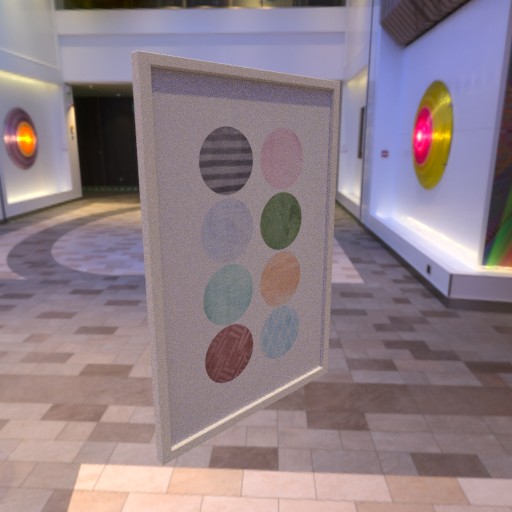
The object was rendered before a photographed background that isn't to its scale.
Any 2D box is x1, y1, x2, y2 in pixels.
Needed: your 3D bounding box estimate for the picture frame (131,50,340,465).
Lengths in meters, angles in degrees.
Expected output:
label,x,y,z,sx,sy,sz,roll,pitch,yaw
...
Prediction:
label,x,y,z,sx,sy,sz,roll,pitch,yaw
picture frame,0.000,0.000,0.555,0.305,0.434,0.013,-13,20,-42
